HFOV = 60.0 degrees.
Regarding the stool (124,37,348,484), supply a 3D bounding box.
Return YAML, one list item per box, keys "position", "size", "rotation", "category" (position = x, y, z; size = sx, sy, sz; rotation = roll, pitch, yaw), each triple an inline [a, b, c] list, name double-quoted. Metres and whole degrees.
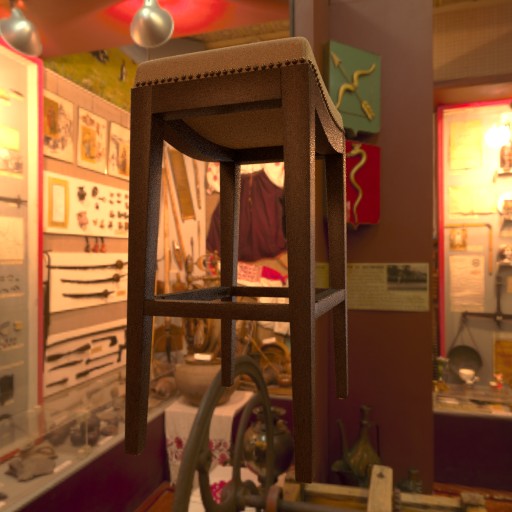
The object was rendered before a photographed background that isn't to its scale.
- position: [0.000, 0.000, 1.017]
  size: [0.358, 0.759, 0.498]
  rotation: [0, 0, 18]
  category: "stool"
